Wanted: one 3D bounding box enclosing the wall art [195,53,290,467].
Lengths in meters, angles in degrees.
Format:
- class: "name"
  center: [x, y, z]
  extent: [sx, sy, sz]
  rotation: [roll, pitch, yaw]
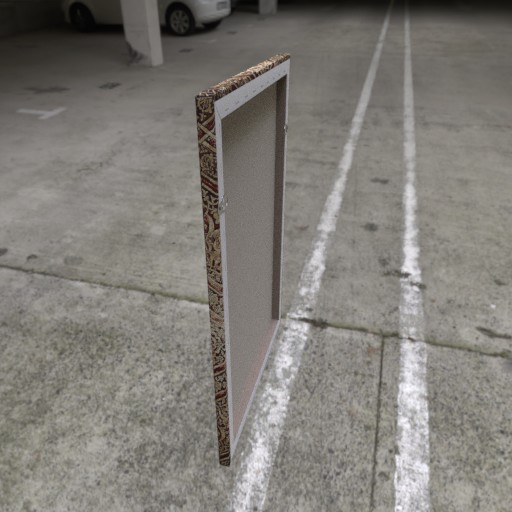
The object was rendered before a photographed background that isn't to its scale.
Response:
- class: "wall art"
  center: [0.000, 0.000, 1.153]
  extent: [0.030, 0.904, 0.599]
  rotation: [8, 31, 13]
